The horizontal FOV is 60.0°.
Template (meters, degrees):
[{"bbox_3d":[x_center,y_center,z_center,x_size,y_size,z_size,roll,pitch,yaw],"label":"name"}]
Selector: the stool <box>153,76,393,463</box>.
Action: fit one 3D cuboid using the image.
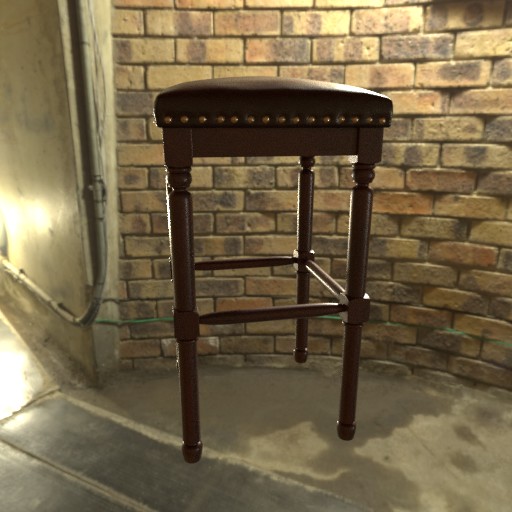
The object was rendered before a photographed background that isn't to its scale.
[{"bbox_3d":[0.000,0.000,0.936,0.382,0.702,0.383,-3,17,-11],"label":"stool"}]
